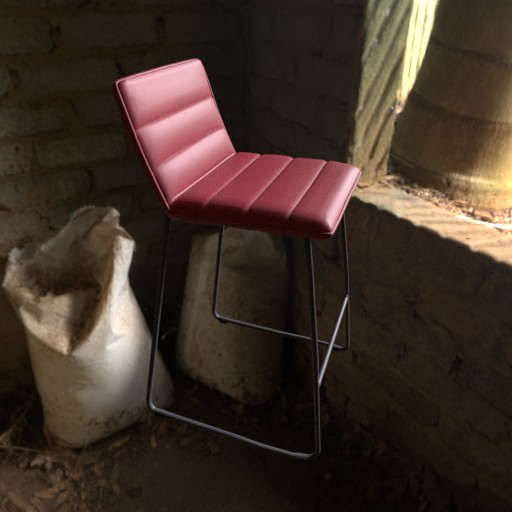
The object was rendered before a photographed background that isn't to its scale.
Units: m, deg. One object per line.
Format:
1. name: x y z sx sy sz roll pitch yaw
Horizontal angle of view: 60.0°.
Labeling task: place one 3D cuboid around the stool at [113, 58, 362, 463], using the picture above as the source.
1. stool: 0.000 0.000 1.206 0.524 0.937 0.489 11 33 17
